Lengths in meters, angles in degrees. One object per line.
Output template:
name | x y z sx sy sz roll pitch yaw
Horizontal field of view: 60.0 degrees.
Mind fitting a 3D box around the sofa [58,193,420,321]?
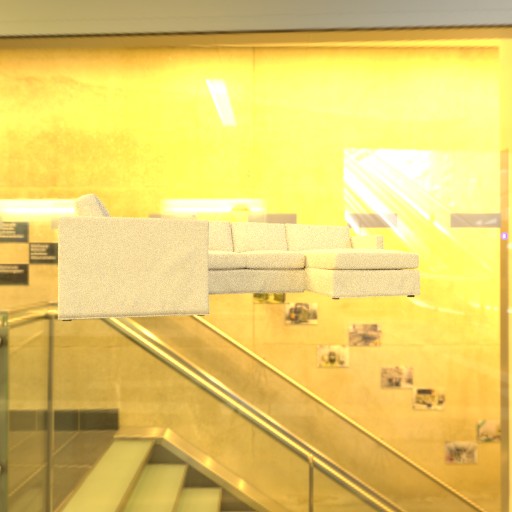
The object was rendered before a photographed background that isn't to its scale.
sofa | 0.000 0.000 4.553 3.460 0.882 2.427 0 0 -17
